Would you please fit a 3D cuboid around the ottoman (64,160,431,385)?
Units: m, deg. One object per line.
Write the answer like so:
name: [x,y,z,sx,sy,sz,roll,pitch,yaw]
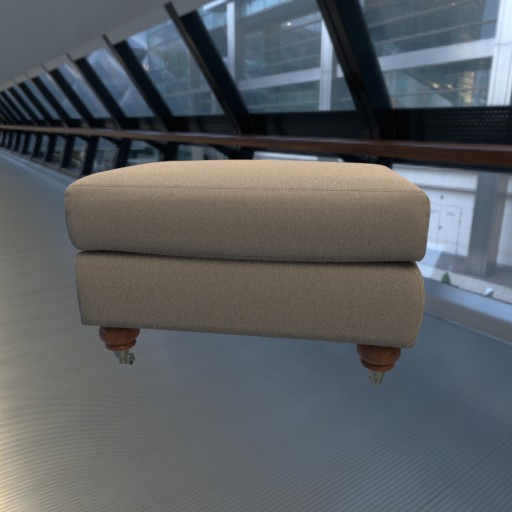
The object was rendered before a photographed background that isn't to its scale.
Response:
ottoman: [0.000,0.000,1.187,0.773,0.497,0.574,2,16,9]
